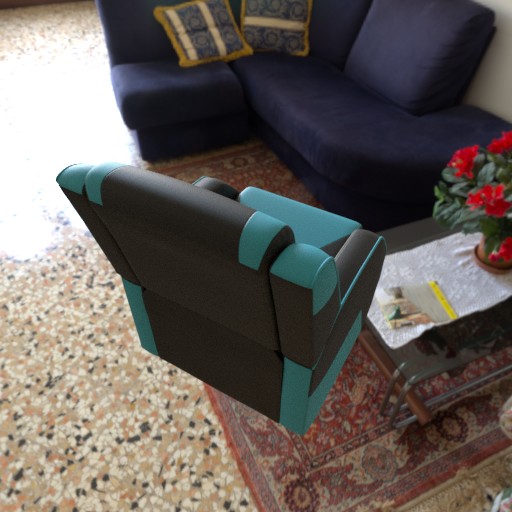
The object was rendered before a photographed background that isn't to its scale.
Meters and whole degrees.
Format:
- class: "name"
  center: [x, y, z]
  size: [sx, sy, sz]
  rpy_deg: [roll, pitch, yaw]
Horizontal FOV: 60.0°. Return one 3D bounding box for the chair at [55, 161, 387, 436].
- class: "chair"
  center: [0.000, 0.000, 1.281]
  size: [0.620, 0.805, 0.672]
  rpy_deg: [22, 48, 21]
